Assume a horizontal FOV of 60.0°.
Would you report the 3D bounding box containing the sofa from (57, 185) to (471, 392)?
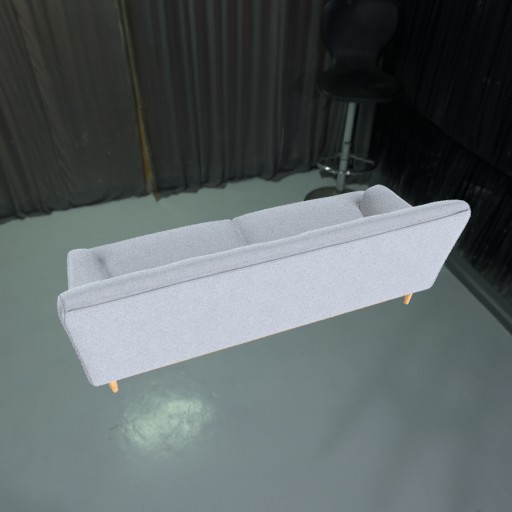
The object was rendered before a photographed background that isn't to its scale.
[{"bbox_3d":[0.000,0.000,2.573,2.057,0.871,0.978,-14,43,-15],"label":"sofa"}]
